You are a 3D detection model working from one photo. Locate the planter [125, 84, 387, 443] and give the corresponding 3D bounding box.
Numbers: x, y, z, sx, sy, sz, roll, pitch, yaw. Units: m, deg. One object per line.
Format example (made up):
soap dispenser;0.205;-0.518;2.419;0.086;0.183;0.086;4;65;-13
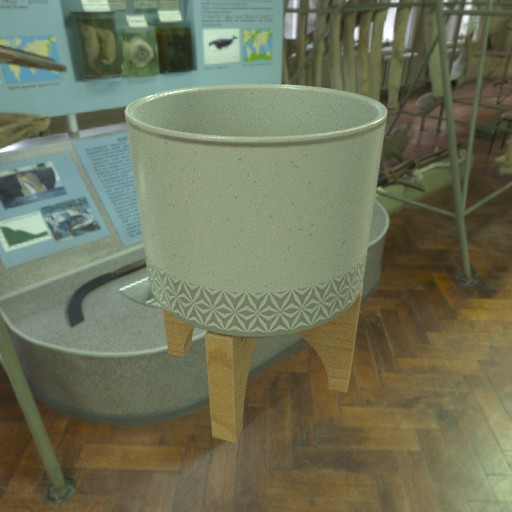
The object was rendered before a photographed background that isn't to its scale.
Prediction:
planter;0.000;0.000;0.269;0.130;0.178;0.130;0;30;0
